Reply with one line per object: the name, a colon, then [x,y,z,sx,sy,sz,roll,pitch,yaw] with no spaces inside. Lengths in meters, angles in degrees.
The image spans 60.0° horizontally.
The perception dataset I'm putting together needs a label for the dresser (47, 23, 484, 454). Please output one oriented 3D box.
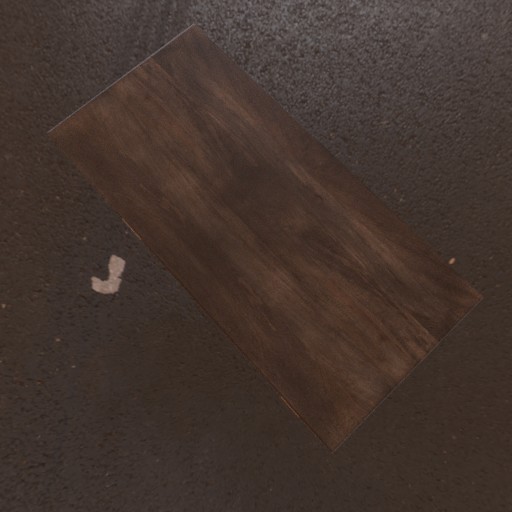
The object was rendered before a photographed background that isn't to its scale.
dresser: [0.000,0.000,1.354,0.453,0.801,0.923,-42,79,-10]
